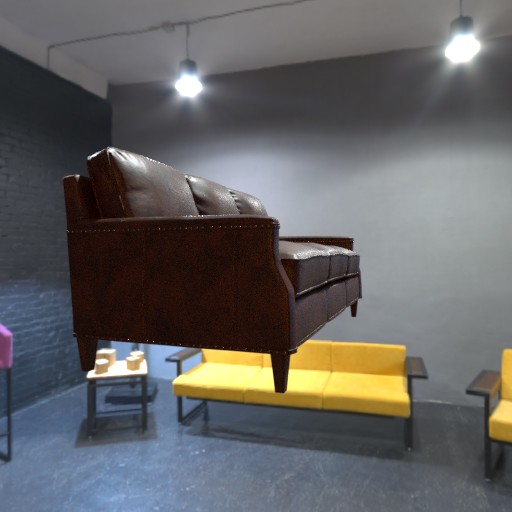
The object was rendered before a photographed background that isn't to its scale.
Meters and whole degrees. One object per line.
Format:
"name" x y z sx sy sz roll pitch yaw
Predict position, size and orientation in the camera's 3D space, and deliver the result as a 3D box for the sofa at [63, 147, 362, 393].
"sofa" 0.000 0.000 2.803 1.084 1.003 2.240 0 0 20
